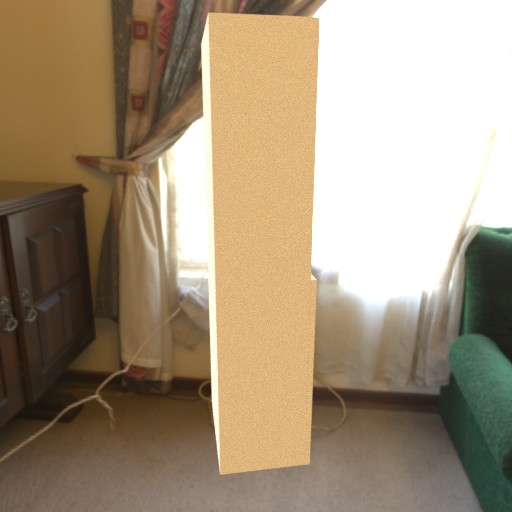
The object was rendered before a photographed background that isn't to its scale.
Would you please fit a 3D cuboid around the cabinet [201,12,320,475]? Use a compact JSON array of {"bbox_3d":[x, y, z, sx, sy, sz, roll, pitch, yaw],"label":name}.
[{"bbox_3d":[0.000,0.000,1.470,0.300,1.350,0.400,-2,16,-9],"label":"cabinet"}]
